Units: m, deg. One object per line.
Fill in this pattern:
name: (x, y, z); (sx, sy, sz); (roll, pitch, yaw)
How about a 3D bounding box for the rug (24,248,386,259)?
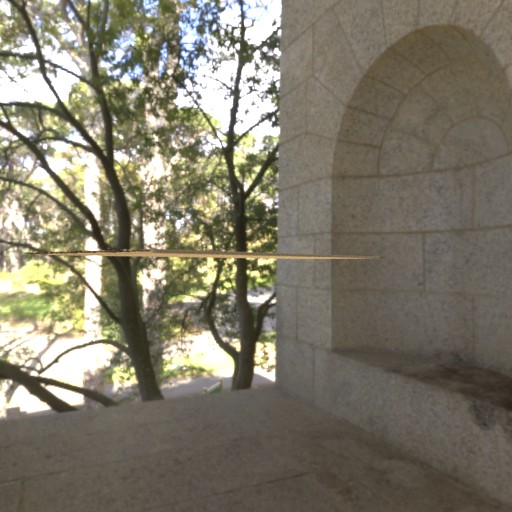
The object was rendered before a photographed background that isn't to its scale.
rug: (0.000, 0.000, 2.688); (0.729, 0.021, 2.438); (-1, -1, 36)
